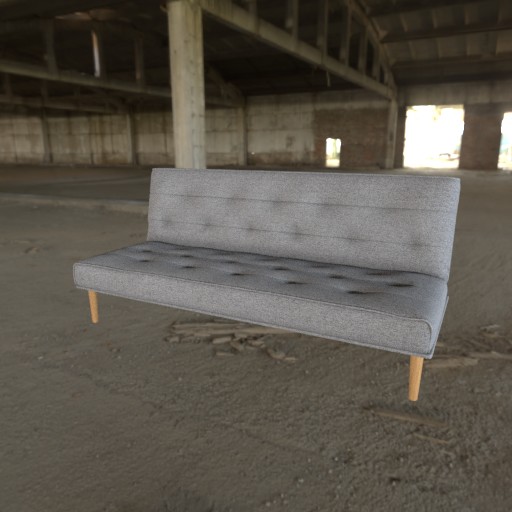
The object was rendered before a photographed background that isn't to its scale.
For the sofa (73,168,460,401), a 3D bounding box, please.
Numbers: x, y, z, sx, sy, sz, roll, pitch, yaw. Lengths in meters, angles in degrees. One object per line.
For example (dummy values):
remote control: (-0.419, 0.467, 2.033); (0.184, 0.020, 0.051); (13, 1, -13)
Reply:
sofa: (0.000, 0.000, 2.286); (1.820, 0.830, 0.810); (7, 16, 26)
